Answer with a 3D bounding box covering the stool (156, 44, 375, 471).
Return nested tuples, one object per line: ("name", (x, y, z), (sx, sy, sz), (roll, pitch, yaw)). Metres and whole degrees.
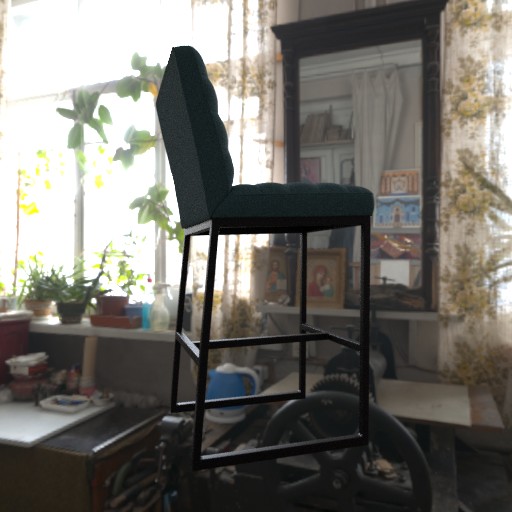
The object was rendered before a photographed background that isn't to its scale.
("stool", (0.000, 0.000, 1.348), (0.560, 1.040, 0.460), (0, 0, -18))
